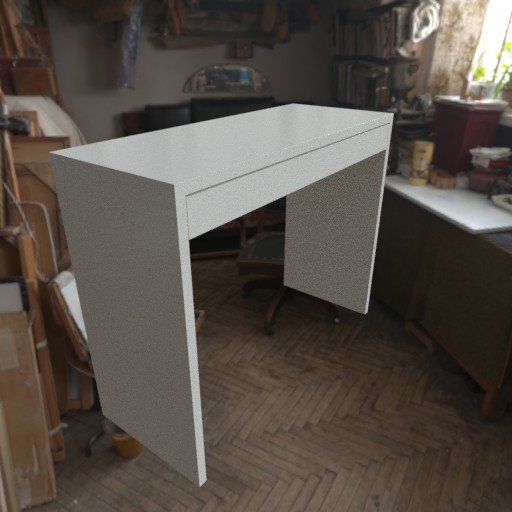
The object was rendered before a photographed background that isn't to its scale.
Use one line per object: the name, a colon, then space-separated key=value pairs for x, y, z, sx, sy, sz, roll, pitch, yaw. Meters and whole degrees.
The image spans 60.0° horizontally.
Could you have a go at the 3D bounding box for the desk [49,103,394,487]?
desk: x=0.000 y=0.000 z=1.410 sx=0.400 sy=0.790 sz=1.000 roll=19 pitch=32 yaw=33
